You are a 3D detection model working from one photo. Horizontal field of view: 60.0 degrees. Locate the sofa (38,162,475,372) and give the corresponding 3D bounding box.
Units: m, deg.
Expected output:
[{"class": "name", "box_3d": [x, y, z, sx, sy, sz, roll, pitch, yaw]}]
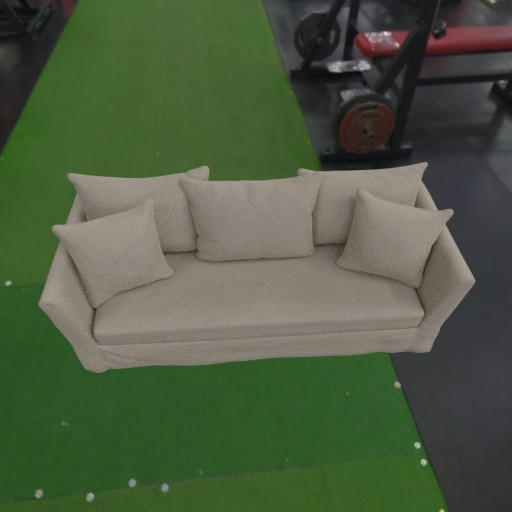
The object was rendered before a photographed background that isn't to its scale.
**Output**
[{"class": "sofa", "box_3d": [0.000, 0.000, 3.006, 2.499, 1.047, 1.046, -3, 47, -3]}]
